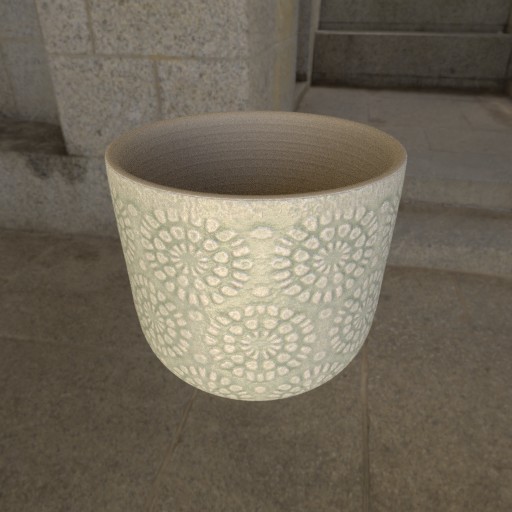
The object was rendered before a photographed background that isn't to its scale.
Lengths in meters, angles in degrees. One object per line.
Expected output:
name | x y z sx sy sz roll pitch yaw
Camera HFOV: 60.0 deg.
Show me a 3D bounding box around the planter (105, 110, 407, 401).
planter | 0.000 0.000 0.296 0.169 0.153 0.169 0 30 0
